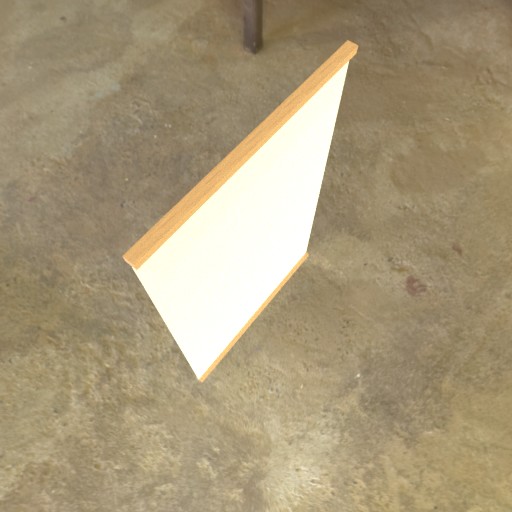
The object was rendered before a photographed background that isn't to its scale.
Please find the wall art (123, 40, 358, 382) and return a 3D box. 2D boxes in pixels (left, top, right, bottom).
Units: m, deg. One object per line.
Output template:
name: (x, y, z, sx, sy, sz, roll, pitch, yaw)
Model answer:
wall art: (0.000, 0.000, 1.922, 0.040, 1.510, 0.991, 36, 69, 16)
